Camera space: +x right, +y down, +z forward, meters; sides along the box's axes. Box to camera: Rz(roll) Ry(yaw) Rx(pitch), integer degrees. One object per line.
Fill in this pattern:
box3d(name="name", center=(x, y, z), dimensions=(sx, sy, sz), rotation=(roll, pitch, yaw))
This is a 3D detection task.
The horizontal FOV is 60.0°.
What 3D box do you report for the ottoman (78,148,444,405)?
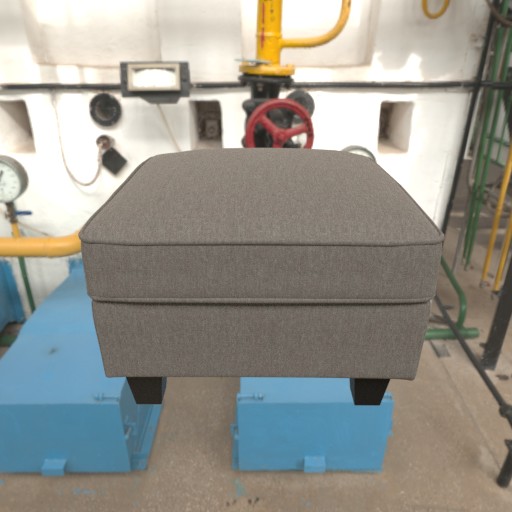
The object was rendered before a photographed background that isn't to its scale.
box3d(name="ottoman", center=(0.000, 0.000, 1.412), dimensions=(0.871, 0.612, 0.808), rotation=(0, 26, 0))
